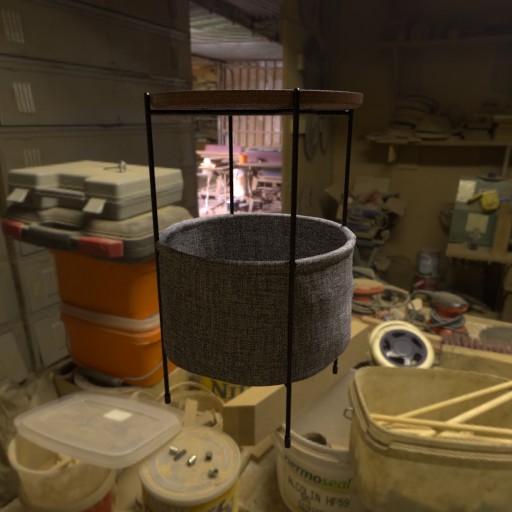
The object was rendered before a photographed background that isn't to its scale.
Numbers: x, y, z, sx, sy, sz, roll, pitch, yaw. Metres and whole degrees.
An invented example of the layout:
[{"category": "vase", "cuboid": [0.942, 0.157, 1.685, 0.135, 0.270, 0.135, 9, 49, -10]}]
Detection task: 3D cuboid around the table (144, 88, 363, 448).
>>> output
[{"category": "table", "cuboid": [0.000, 0.000, 0.910, 0.400, 0.623, 0.400, 9, 20, 26]}]
